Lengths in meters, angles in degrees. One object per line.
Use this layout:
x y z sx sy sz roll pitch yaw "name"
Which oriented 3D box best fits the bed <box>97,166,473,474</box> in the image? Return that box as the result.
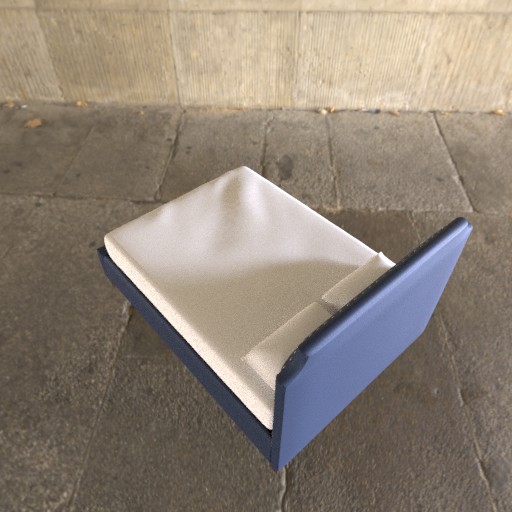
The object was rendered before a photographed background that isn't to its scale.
0.000 0.000 3.483 1.712 1.443 2.372 -32 54 -28 "bed"
